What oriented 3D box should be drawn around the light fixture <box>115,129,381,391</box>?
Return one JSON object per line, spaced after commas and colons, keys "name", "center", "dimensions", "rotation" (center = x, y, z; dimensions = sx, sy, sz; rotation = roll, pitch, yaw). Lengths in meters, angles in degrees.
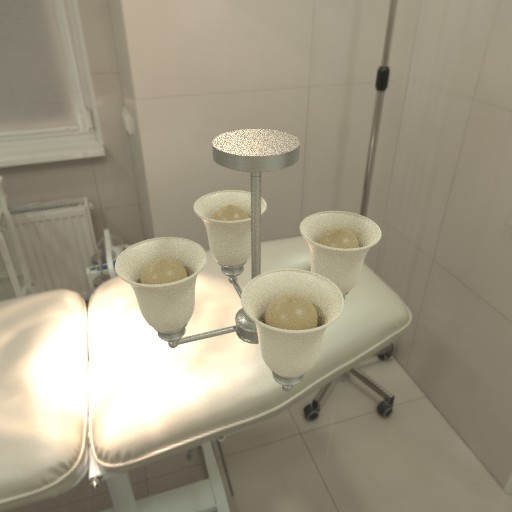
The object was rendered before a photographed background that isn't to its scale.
{"name": "light fixture", "center": [0.000, 0.000, 0.706], "dimensions": [0.427, 0.370, 0.427], "rotation": [-10, 33, -16]}
